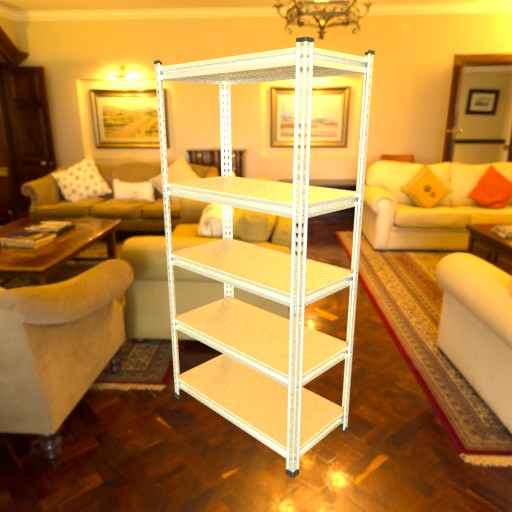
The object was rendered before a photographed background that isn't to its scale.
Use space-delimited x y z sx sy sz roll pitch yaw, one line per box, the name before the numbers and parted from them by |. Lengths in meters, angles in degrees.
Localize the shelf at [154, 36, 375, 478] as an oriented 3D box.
shelf | 0.000 0.000 2.210 0.914 1.829 0.457 16 23 42
